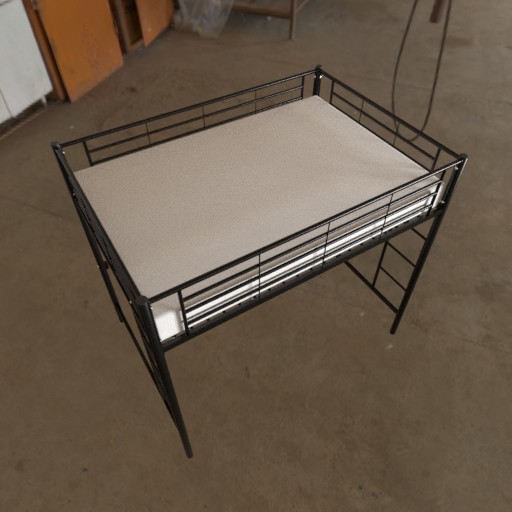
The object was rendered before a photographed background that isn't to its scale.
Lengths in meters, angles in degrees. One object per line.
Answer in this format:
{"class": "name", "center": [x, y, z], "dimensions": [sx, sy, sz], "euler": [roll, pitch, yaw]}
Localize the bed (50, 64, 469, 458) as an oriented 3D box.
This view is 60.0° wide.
{"class": "bed", "center": [0.000, 0.000, 3.207], "dimensions": [1.994, 1.803, 1.397], "euler": [-24, 52, -21]}
